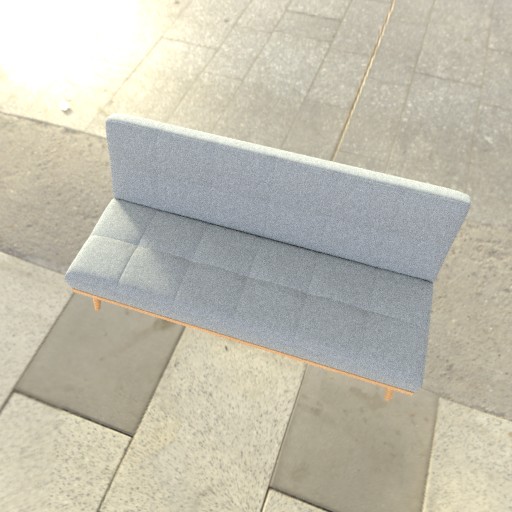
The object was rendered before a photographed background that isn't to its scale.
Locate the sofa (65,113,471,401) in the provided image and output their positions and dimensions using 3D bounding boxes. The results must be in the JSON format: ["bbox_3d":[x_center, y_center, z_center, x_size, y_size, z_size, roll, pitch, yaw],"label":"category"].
[{"bbox_3d":[0.000,0.000,2.257,1.820,0.800,0.800,15,60,9],"label":"sofa"}]
